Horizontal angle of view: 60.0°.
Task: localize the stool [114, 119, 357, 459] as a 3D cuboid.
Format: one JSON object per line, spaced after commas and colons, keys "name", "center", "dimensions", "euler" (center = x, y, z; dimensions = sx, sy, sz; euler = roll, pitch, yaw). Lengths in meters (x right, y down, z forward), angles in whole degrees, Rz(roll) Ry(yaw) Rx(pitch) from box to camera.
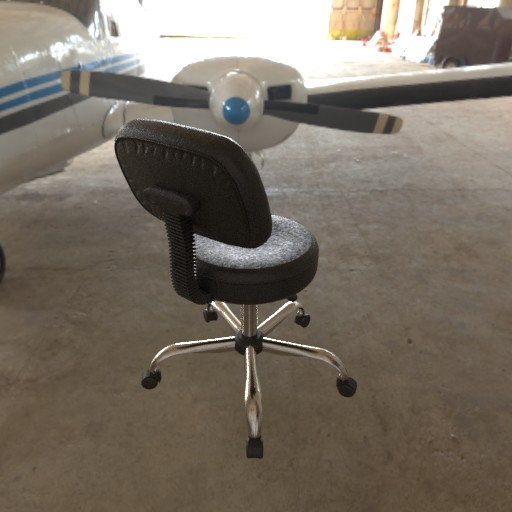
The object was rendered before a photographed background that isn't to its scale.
{"name": "stool", "center": [0.000, 0.000, 1.324], "dimensions": [0.673, 0.862, 0.648], "euler": [20, 34, 33]}
